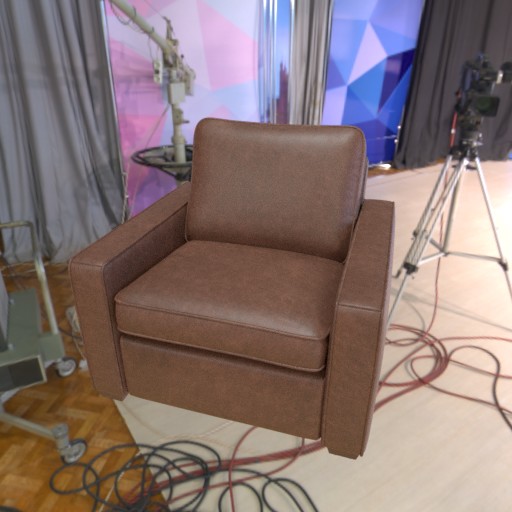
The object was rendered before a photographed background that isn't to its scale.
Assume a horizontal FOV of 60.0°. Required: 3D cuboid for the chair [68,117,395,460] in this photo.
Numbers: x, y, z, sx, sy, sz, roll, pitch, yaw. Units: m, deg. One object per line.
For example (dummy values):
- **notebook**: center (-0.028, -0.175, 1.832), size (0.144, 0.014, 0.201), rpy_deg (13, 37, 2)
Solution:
- **chair**: center (0.000, 0.000, 1.712), size (1.017, 0.919, 0.940), rpy_deg (8, 27, 15)
